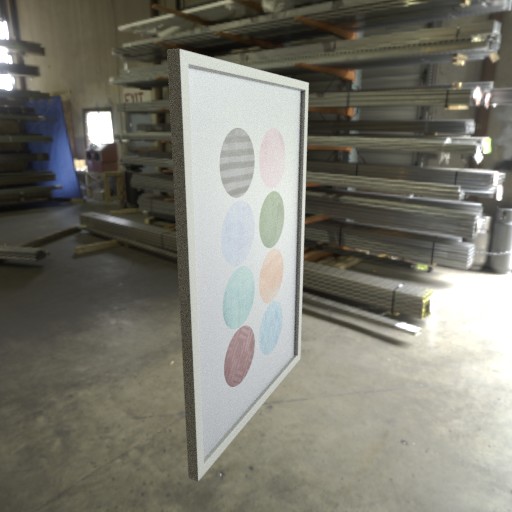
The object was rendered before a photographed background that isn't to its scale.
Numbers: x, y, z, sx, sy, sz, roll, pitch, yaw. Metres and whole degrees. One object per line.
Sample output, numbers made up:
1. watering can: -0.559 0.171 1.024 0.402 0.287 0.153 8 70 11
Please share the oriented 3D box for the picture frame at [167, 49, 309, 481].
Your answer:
1. picture frame: 0.000 0.000 0.559 0.013 0.434 0.305 8 18 26
